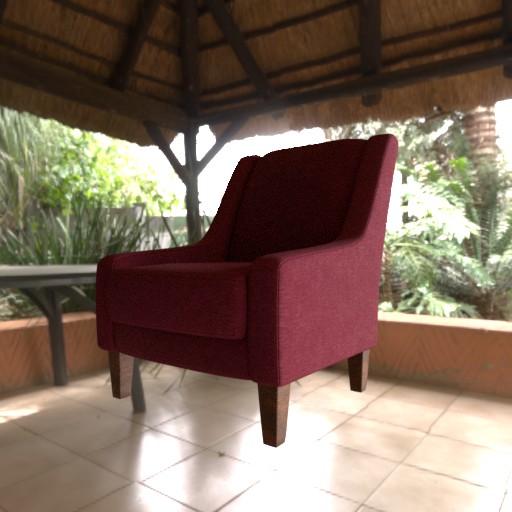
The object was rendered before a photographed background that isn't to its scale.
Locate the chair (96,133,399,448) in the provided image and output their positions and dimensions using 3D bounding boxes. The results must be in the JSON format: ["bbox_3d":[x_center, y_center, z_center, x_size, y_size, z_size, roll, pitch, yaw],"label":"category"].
[{"bbox_3d":[0.000,0.000,1.702,0.793,1.017,0.985,0,1,36],"label":"chair"}]
